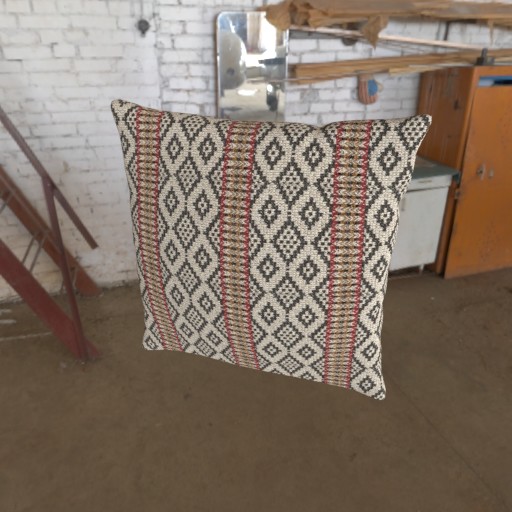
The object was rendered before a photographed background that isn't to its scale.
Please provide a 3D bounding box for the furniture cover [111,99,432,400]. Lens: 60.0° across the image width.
[{"bbox_3d":[0.000,0.000,0.779,0.503,0.506,0.182,8,27,16],"label":"furniture cover"}]
